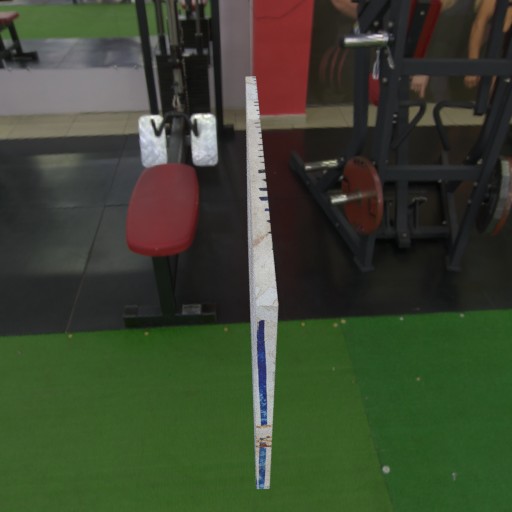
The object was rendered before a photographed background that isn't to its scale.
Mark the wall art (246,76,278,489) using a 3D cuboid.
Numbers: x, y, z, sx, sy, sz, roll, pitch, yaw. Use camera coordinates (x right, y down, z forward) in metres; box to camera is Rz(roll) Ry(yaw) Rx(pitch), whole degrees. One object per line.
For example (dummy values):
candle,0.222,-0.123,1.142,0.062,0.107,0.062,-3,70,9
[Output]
wall art,0.000,0.000,1.441,0.038,0.757,1.143,-1,41,-1
